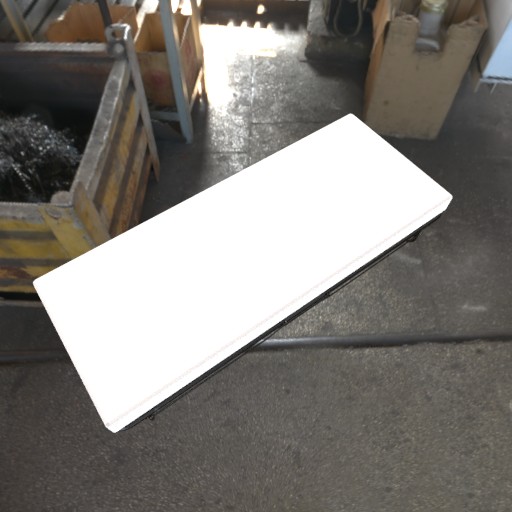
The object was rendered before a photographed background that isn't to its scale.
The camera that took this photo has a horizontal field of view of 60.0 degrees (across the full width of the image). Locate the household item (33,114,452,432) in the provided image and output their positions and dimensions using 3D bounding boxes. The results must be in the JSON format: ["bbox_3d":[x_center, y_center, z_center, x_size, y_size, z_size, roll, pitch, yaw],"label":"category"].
[{"bbox_3d":[0.000,0.000,2.190,1.905,0.356,0.787,-31,63,-18],"label":"household item"}]
